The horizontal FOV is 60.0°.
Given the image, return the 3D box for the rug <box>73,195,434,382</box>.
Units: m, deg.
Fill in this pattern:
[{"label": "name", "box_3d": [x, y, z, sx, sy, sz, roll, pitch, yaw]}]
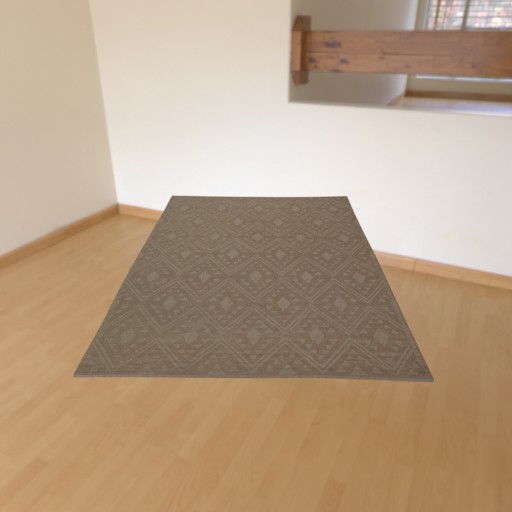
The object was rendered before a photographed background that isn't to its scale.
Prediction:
[{"label": "rug", "box_3d": [0.000, 0.000, 2.330, 1.252, 0.034, 1.829, 0, 27, 1]}]
